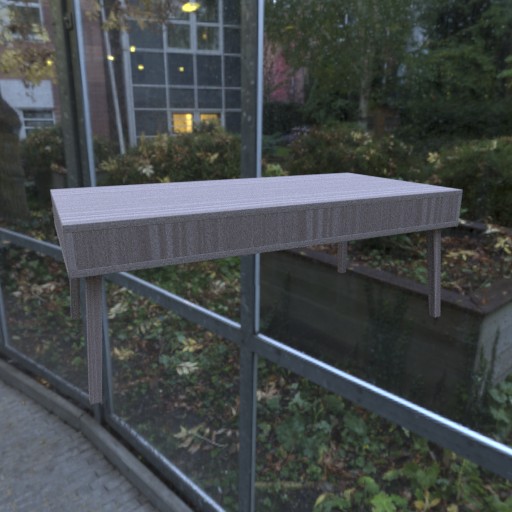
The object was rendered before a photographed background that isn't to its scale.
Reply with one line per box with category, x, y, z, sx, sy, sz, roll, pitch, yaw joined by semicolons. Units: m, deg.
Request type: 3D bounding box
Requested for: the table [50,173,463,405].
table;0.000;0.000;1.504;1.200;0.450;0.600;-8;18;-25
